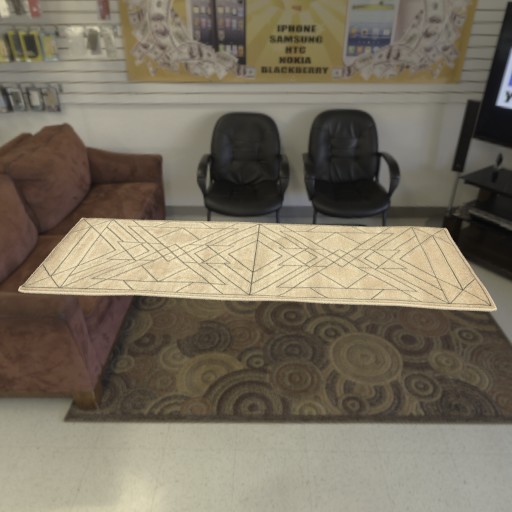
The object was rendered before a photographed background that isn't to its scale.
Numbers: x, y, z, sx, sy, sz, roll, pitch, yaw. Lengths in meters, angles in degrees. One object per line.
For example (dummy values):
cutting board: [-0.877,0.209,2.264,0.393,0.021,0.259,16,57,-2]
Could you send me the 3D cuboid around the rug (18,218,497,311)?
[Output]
rug: [0.000,0.000,2.538,2.381,0.036,0.831,2,31,3]
